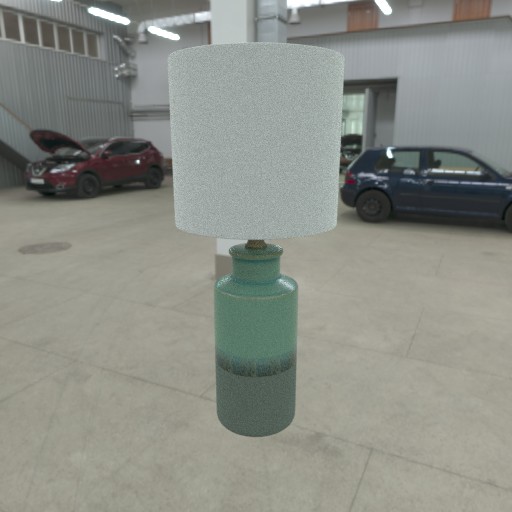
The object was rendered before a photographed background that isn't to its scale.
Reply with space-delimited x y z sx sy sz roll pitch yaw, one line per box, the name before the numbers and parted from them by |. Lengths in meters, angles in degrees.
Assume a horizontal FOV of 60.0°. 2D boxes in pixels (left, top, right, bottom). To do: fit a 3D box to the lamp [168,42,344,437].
lamp | 0.000 0.000 0.603 0.212 0.493 0.212 -2 15 -9
